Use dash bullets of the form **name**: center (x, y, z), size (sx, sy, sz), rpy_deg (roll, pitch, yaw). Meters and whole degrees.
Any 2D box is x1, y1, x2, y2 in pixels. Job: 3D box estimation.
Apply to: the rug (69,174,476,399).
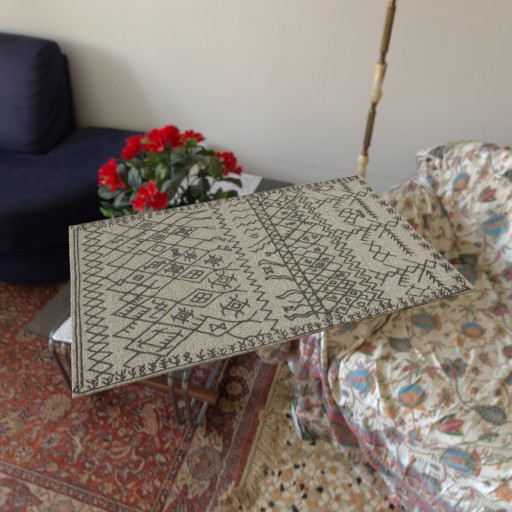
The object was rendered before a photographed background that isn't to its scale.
- **rug**: center (0.000, 0.000, 4.797), size (3.824, 0.019, 2.393), rpy_deg (-12, 42, -14)
